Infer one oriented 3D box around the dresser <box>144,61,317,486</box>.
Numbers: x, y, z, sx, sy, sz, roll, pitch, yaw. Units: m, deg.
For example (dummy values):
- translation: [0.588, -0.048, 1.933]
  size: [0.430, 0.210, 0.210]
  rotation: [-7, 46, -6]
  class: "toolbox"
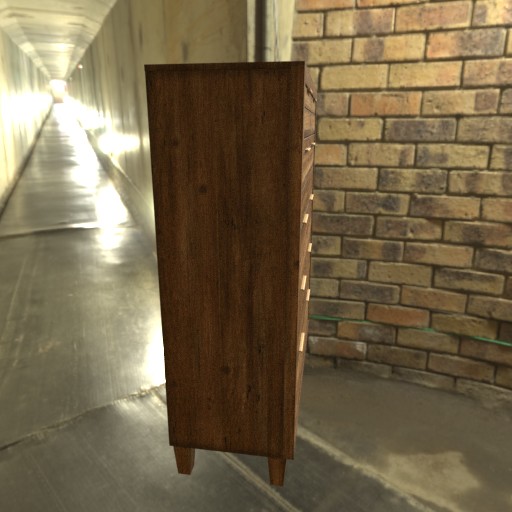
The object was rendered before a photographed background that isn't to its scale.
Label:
- translation: [0.000, 0.000, 1.853]
  size: [0.438, 1.359, 1.067]
  rotation: [3, 16, 9]
  class: "dresser"
